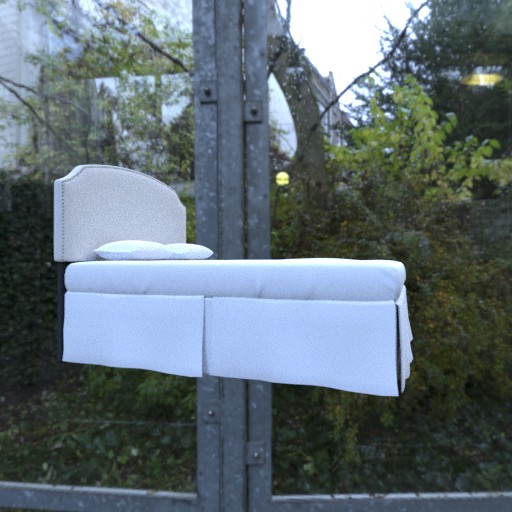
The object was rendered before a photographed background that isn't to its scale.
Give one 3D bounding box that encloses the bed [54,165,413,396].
[{"bbox_3d":[0.000,0.000,2.995,1.999,1.270,1.558,0,0,19],"label":"bed"}]
